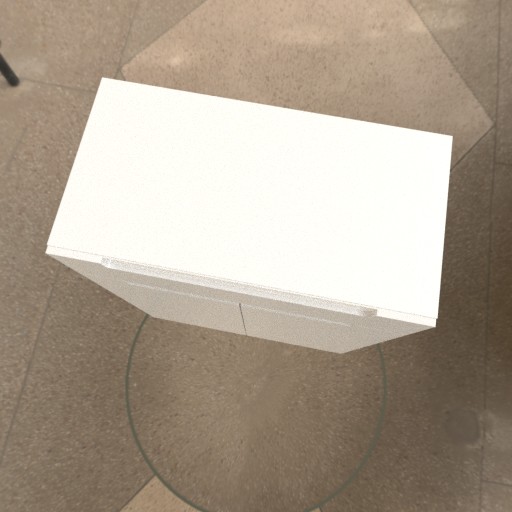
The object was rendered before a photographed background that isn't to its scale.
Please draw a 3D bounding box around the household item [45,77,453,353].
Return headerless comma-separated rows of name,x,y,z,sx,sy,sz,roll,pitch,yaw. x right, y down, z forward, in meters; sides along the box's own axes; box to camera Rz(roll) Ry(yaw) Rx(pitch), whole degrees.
household item,0.000,0.000,1.415,0.790,1.010,0.420,10,75,3
